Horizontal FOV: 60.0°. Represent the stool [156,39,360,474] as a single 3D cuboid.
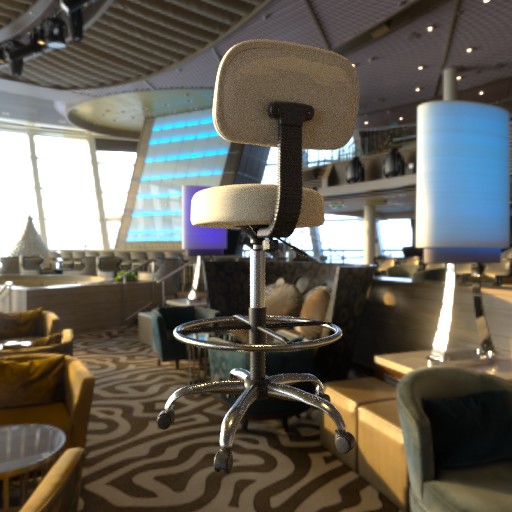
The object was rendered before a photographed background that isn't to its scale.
[{"bbox_3d":[0.000,0.000,1.404,0.609,1.080,0.616,0,1,-19],"label":"stool"}]
